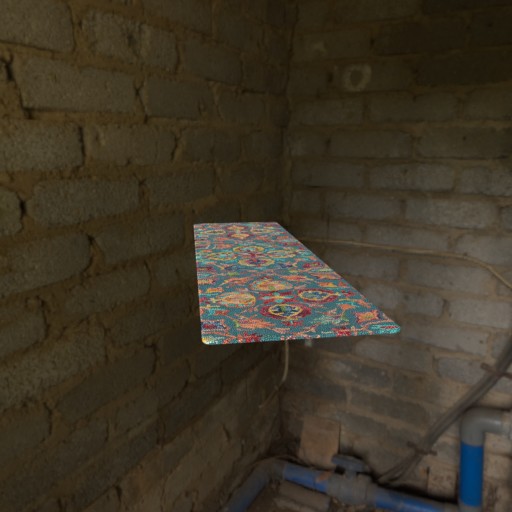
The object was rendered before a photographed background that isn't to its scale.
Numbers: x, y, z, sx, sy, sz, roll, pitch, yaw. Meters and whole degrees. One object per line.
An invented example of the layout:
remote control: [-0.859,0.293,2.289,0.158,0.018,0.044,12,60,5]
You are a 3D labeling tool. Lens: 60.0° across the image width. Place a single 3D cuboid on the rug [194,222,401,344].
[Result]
rug: [0.000,0.000,2.562,0.686,0.013,2.286,-2,14,-8]
